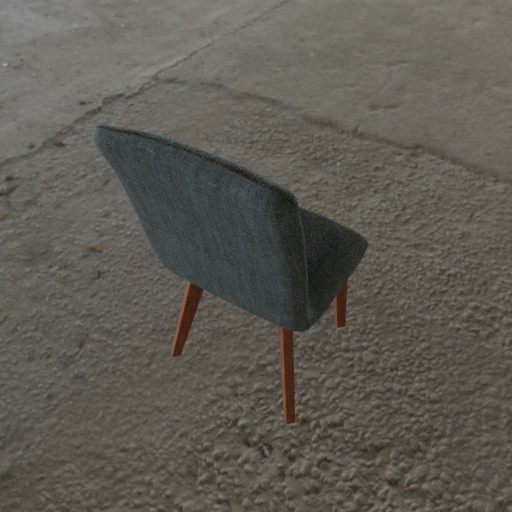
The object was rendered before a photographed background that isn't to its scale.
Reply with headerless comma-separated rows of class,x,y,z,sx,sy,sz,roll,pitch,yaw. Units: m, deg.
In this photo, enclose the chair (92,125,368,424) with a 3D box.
chair,0.000,0.000,1.292,0.522,0.974,0.563,24,51,21
